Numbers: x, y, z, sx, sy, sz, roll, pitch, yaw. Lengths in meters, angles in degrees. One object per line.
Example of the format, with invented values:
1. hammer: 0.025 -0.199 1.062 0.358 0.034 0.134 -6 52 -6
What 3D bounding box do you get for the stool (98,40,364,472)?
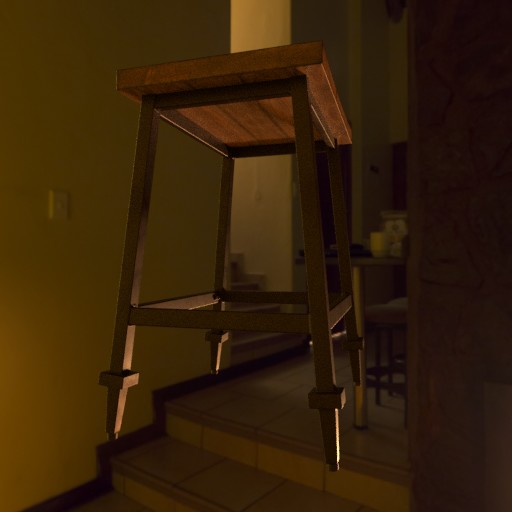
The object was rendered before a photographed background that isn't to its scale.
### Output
1. stool: 0.000 0.000 0.917 0.405 0.625 0.486 0 0 17
